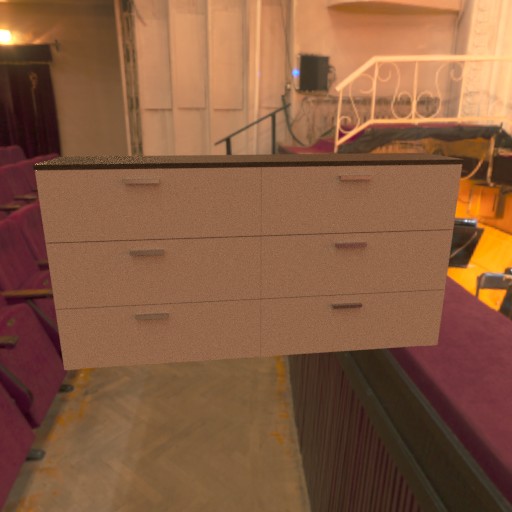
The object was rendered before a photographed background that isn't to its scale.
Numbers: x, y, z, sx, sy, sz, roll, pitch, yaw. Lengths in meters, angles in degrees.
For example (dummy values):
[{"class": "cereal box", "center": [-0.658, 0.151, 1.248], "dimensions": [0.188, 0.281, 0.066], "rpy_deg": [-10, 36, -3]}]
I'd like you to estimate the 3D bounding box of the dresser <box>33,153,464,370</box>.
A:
[{"class": "dresser", "center": [0.000, 0.000, 1.828], "dimensions": [1.535, 0.790, 0.333], "rpy_deg": [-2, 18, -7]}]
